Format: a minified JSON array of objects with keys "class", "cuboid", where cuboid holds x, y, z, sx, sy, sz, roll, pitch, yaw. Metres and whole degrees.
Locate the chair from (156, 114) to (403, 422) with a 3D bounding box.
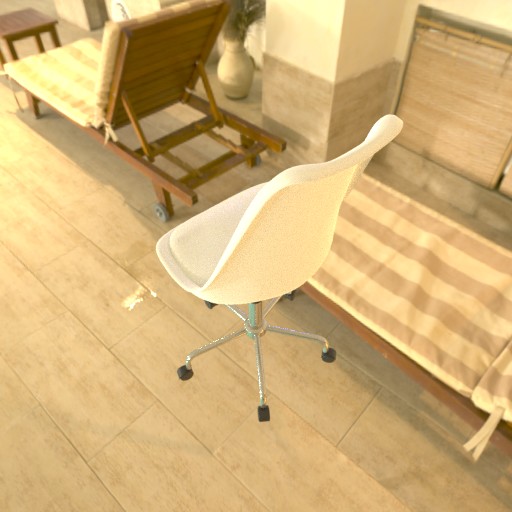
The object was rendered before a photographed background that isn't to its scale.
[{"class":"chair","cuboid":[0.000,0.000,1.221,0.550,0.930,0.550,-33,54,-27]}]
